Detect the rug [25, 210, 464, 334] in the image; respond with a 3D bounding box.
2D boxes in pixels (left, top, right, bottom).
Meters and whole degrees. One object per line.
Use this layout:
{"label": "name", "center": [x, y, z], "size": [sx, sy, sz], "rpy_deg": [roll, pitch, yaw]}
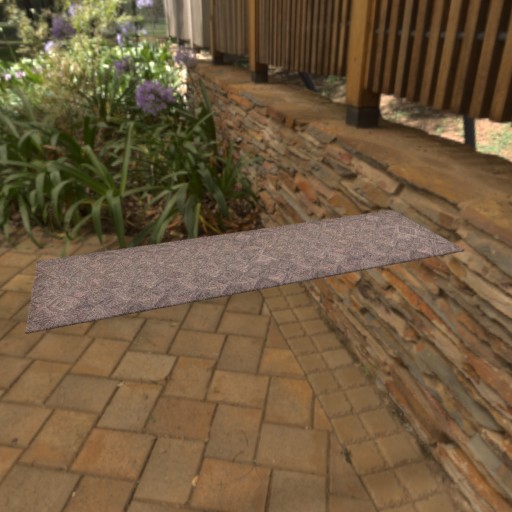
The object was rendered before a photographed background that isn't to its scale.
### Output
{"label": "rug", "center": [0.000, 0.000, 2.475], "size": [2.296, 0.011, 0.691], "rpy_deg": [-9, 28, -18]}
